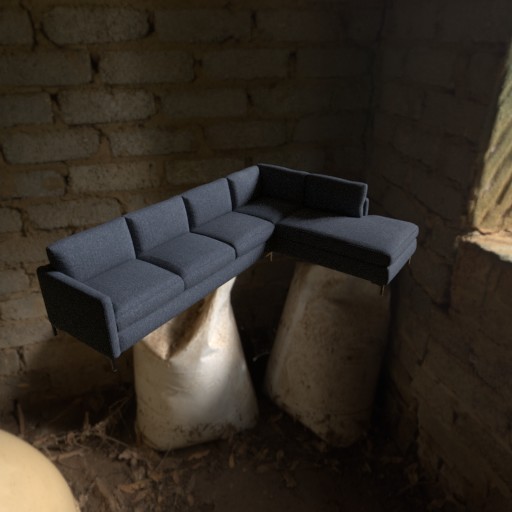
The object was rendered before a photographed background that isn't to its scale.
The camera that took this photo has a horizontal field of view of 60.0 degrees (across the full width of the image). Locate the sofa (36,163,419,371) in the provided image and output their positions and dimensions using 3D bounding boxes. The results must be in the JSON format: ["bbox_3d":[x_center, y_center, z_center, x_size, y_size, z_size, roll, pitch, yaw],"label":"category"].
[{"bbox_3d":[0.000,0.000,3.929,2.007,0.815,2.949,18,32,31],"label":"sofa"}]
